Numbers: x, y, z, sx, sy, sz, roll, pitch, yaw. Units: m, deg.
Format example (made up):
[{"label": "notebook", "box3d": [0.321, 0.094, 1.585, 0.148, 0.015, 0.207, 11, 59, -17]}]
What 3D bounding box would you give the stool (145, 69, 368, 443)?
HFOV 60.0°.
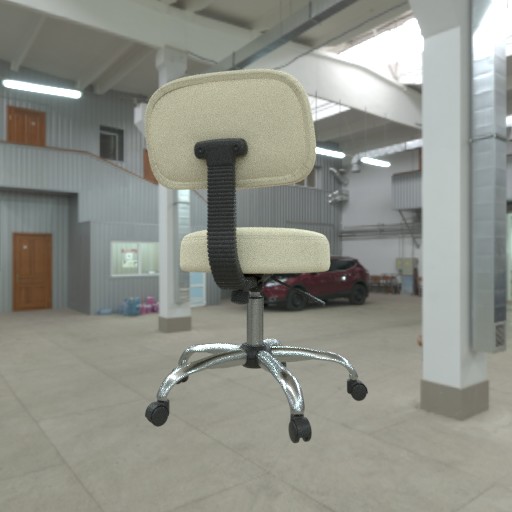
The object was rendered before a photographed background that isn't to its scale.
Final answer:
[{"label": "stool", "box3d": [0.000, 0.000, 1.258, 0.609, 0.810, 0.616, 0, 0, 17]}]
